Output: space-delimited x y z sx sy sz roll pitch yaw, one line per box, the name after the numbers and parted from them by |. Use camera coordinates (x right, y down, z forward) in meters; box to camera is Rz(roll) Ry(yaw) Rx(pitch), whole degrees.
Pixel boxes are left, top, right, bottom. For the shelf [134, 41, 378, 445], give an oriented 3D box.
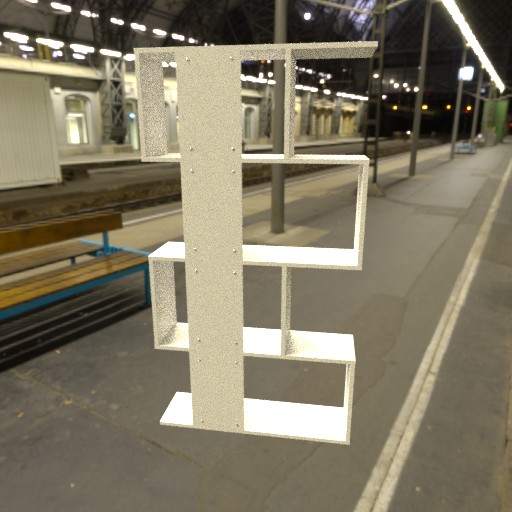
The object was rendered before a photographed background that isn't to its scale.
0.000 0.000 1.939 0.890 1.650 0.250 3 16 9 | shelf
